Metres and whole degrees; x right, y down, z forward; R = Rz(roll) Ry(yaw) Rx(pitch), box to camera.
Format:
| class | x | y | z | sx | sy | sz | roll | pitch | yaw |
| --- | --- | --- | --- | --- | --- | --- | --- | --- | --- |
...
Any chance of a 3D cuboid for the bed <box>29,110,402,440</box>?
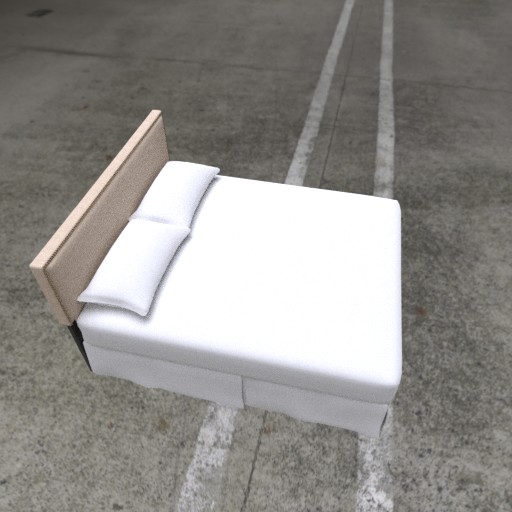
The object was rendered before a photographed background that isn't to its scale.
| class | x | y | z | sx | sy | sz | roll | pitch | yaw |
| --- | --- | --- | --- | --- | --- | --- | --- | --- | --- |
| bed | 0.000 | 0.000 | 2.867 | 1.876 | 1.016 | 1.616 | 9 | 47 | 9 |
